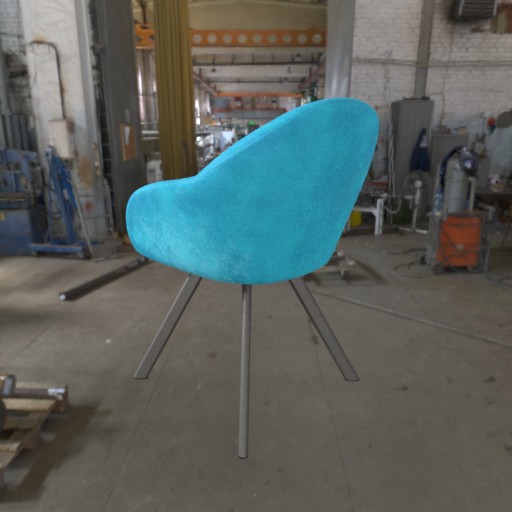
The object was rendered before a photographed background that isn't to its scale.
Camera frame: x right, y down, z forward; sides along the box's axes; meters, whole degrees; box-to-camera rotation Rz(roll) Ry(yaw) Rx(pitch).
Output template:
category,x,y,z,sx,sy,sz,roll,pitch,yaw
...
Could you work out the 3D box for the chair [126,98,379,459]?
category,x,y,z,sx,sy,sz,roll,pitch,yaw
chair,0.000,0.000,1.216,0.550,0.795,0.590,-15,22,-42
